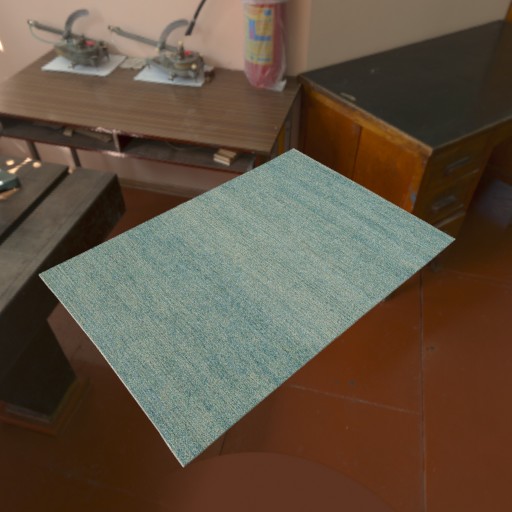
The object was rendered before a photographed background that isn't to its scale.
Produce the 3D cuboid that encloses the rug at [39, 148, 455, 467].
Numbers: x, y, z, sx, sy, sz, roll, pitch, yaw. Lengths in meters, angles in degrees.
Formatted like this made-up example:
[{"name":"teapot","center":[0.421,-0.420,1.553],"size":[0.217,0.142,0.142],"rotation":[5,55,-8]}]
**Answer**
[{"name":"rug","center":[0.000,0.000,2.953],"size":[2.305,0.029,1.593],"rotation":[-32,53,-28]}]
